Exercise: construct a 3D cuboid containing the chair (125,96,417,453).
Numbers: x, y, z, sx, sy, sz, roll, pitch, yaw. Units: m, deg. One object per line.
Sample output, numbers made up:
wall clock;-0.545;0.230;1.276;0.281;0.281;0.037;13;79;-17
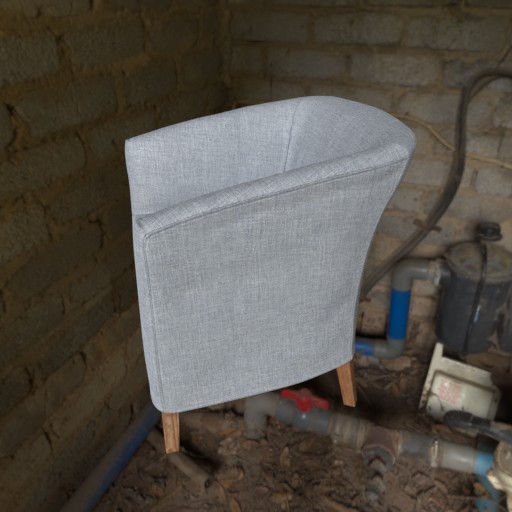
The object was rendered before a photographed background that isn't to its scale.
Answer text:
chair;0.000;0.000;1.248;0.668;0.771;0.600;-8;32;-14
